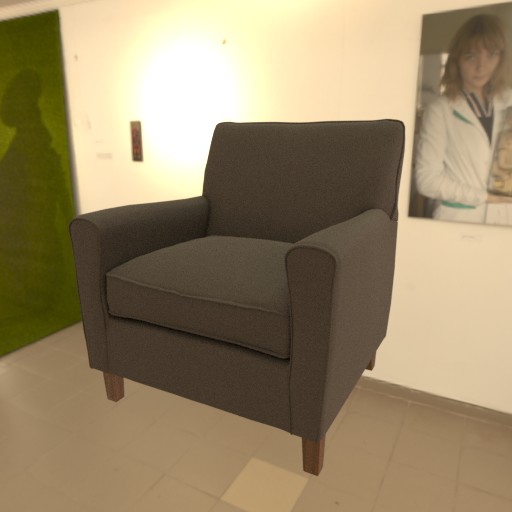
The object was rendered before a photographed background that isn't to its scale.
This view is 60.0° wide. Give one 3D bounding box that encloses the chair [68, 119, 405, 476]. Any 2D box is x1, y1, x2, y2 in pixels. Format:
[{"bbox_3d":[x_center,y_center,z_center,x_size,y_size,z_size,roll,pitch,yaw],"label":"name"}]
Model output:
[{"bbox_3d":[0.000,0.000,1.521,0.836,0.911,0.831,8,17,27],"label":"chair"}]
